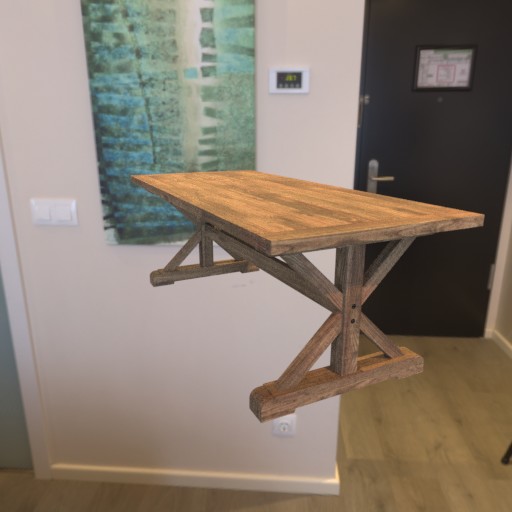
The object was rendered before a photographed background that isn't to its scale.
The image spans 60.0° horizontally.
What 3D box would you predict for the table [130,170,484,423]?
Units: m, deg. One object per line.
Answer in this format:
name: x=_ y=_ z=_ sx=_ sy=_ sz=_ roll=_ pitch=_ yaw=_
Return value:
table: x=0.000 y=0.000 z=2.443 sx=0.907 sy=0.733 sz=2.031 roll=-8 pitch=18 yaw=-25
